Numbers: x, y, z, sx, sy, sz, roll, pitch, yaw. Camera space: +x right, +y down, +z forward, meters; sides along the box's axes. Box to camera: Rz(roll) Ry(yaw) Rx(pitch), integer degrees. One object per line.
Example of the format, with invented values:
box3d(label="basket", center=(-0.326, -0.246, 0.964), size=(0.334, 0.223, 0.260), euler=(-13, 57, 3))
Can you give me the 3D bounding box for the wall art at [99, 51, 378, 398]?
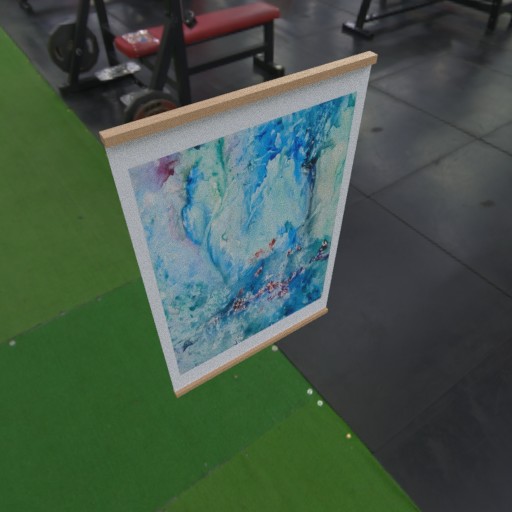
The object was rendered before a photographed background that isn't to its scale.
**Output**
box3d(label="wall art", center=(0.000, 0.000, 0.650), size=(0.335, 0.510, 0.013), euler=(-25, 51, -22))
